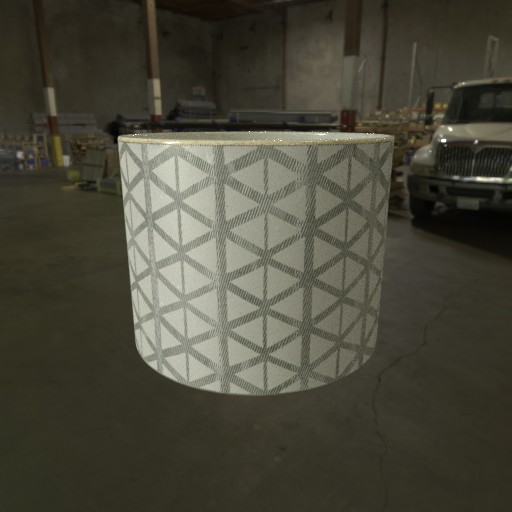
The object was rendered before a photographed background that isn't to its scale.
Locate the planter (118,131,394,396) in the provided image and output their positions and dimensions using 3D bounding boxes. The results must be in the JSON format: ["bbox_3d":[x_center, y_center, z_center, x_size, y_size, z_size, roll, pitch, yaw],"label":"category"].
[{"bbox_3d":[0.000,0.000,0.344,0.190,0.181,0.190,0,17,0],"label":"planter"}]
